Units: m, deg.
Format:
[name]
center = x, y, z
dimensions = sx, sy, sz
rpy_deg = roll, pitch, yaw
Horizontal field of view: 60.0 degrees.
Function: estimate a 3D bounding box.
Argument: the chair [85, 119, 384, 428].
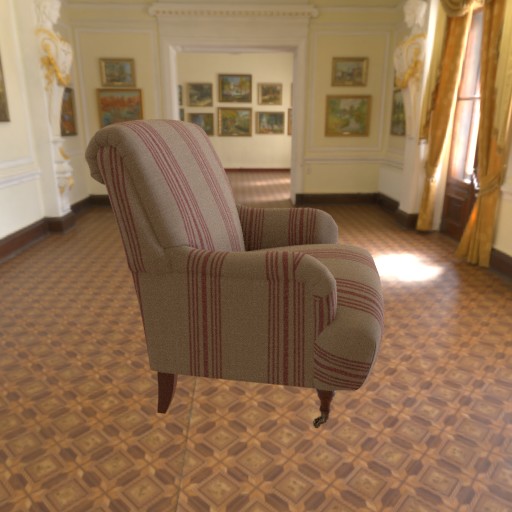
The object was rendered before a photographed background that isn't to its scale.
[chair]
center = 0.000, 0.000, 1.904
dimensions = 1.058, 1.123, 0.933
rpy_deg = 3, 17, 10
